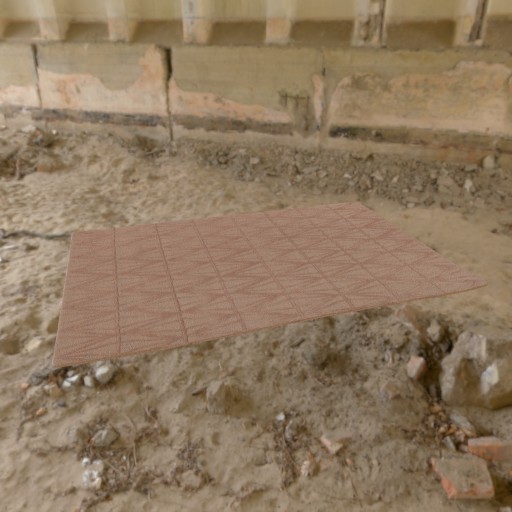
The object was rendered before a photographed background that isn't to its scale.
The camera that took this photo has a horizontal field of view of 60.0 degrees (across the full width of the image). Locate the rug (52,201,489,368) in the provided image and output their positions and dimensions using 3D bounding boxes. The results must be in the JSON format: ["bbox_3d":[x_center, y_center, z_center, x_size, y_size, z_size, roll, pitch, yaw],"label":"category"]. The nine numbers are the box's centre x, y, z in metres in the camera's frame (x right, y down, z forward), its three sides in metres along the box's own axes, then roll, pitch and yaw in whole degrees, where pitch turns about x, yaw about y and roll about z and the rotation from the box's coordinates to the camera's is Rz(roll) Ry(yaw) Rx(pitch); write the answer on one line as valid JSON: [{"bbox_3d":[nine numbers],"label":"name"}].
[{"bbox_3d":[0.000,0.000,2.271,1.837,0.025,1.230,-8,27,-15],"label":"rug"}]
